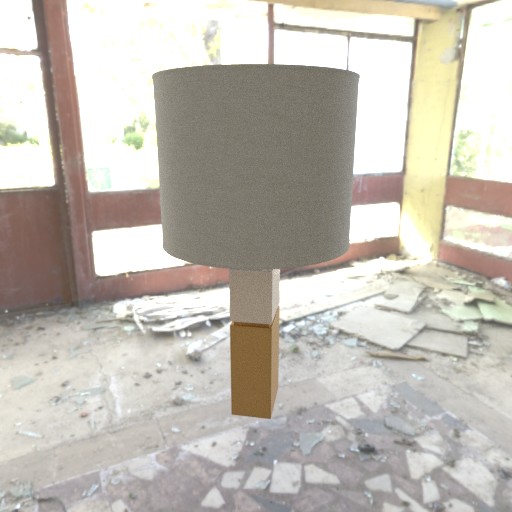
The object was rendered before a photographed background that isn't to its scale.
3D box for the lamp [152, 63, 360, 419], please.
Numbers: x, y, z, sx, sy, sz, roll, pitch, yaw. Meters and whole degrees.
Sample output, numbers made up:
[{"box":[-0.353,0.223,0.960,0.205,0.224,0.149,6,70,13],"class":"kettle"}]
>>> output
[{"box":[0.000,0.000,0.556,0.229,0.417,0.229,3,16,10],"class":"lamp"}]
